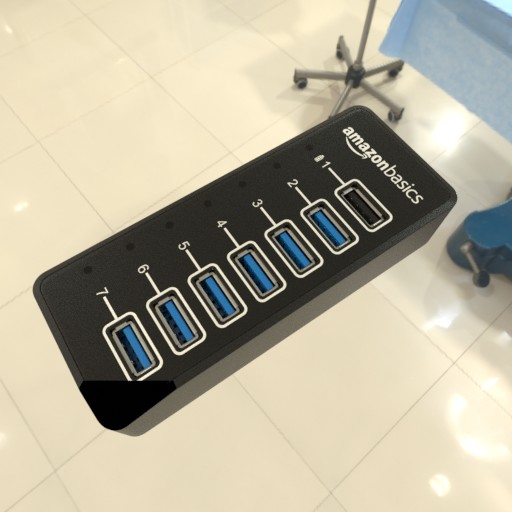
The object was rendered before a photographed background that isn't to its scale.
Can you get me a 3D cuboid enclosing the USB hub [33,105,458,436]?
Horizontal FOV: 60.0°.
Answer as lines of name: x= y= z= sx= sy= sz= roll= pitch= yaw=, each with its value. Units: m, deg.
USB hub: x=0.000 y=0.000 z=0.127 sx=0.110 sy=0.023 sz=0.044 roll=-31 pitch=68 yaw=-14
